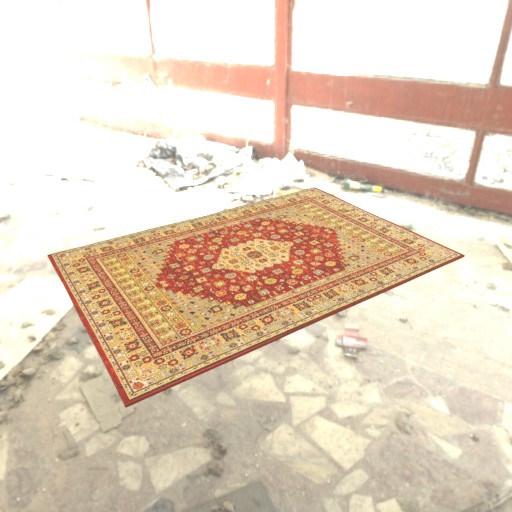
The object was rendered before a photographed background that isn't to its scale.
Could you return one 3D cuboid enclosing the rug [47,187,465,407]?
[{"bbox_3d":[0.000,0.000,2.294,1.802,0.013,1.194,-18,34,-29],"label":"rug"}]
